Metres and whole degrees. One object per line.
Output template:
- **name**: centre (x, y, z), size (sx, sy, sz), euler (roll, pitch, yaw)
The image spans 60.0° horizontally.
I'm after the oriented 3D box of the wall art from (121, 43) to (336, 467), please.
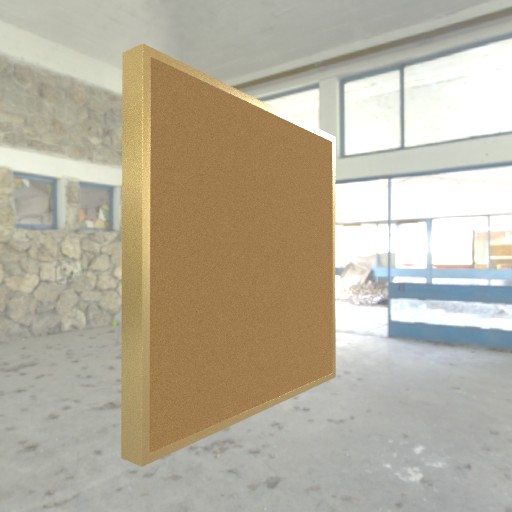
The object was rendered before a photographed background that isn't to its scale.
- **wall art**: centre (0.000, 0.000, 0.748), size (0.040, 0.509, 0.509), euler (0, -1, 37)
